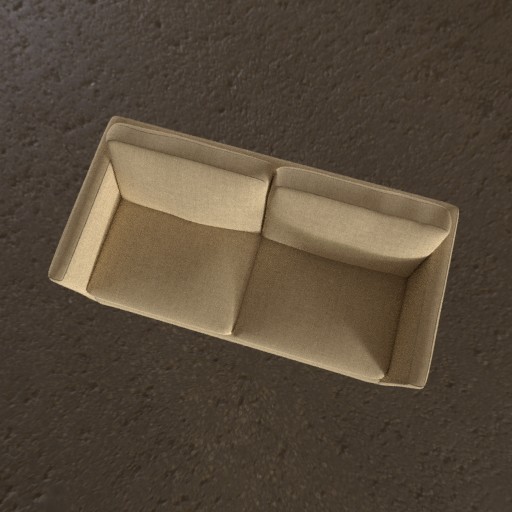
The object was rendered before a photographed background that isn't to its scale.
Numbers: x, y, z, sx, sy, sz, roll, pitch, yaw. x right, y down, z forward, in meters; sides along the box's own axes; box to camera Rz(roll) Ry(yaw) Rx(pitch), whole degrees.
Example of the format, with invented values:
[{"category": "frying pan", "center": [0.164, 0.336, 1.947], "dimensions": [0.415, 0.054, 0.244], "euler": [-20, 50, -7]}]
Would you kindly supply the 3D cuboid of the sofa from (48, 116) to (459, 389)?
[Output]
[{"category": "sofa", "center": [0.000, 0.000, 2.438], "dimensions": [1.884, 0.963, 0.950], "euler": [16, 77, 4]}]
